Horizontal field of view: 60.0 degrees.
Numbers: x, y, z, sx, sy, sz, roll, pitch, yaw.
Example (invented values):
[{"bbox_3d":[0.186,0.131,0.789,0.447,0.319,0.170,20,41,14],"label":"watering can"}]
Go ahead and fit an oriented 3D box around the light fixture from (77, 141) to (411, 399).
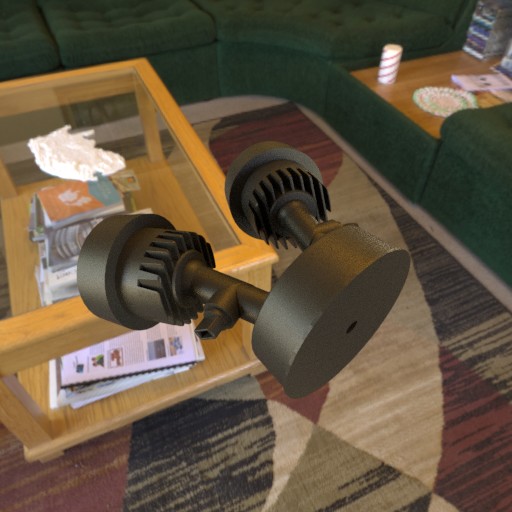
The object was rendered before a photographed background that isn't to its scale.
[{"bbox_3d":[0.000,0.000,0.307,0.213,0.120,0.168,-33,55,-27],"label":"light fixture"}]
